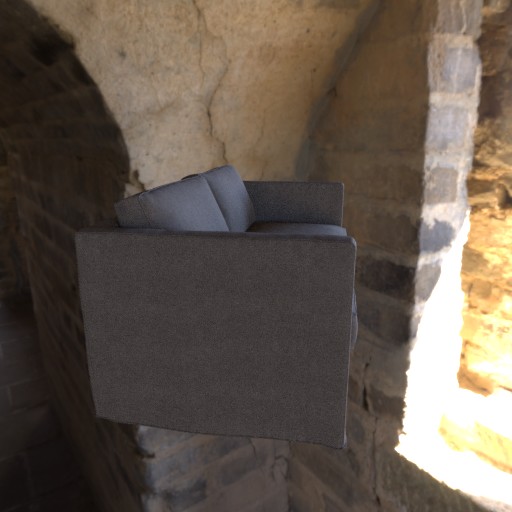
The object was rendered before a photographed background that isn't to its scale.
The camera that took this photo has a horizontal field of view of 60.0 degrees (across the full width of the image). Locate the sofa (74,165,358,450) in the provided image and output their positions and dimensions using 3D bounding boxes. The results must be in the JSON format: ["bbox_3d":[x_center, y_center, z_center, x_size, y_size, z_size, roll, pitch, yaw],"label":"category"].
[{"bbox_3d":[0.000,0.000,2.322,0.974,0.854,1.802,3,16,9],"label":"sofa"}]
